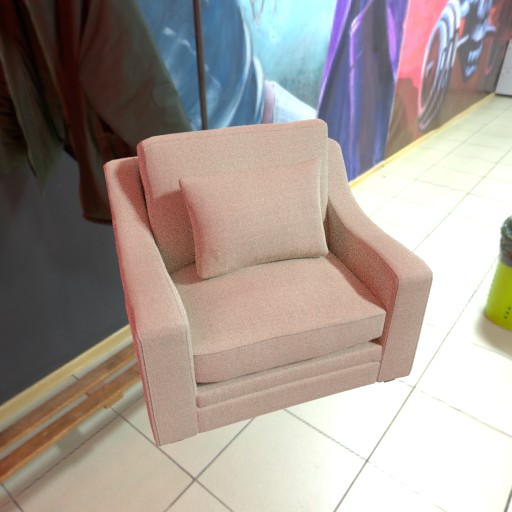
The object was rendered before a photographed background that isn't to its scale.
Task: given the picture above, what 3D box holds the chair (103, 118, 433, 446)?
[{"bbox_3d":[0.000,0.000,1.999,1.178,1.016,1.009,-10,34,-16],"label":"chair"}]
